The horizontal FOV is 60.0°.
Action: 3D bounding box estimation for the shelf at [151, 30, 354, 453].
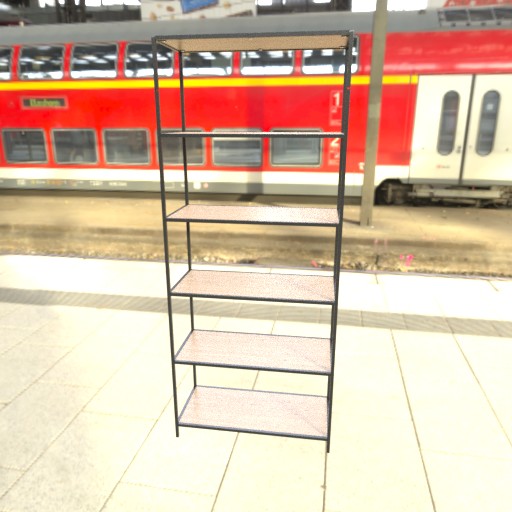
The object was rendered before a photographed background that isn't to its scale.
[{"bbox_3d":[0.000,0.000,2.093,0.770,1.850,0.350,2,17,8],"label":"shelf"}]
